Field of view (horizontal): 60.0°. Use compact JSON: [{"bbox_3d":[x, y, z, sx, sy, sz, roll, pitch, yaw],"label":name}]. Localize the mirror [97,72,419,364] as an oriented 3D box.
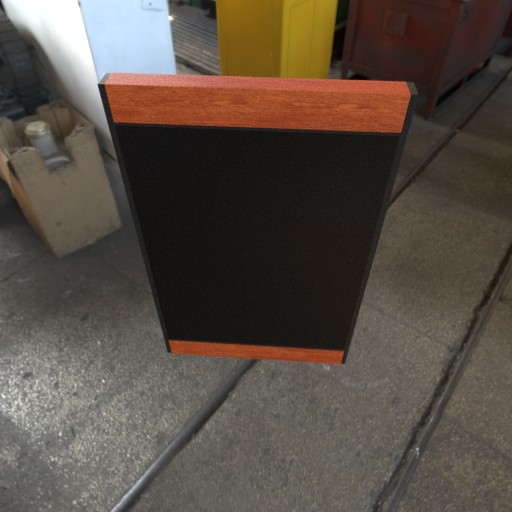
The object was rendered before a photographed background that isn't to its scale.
[{"bbox_3d":[0.000,0.000,1.031,0.525,0.823,0.047,3,46,3],"label":"mirror"}]
